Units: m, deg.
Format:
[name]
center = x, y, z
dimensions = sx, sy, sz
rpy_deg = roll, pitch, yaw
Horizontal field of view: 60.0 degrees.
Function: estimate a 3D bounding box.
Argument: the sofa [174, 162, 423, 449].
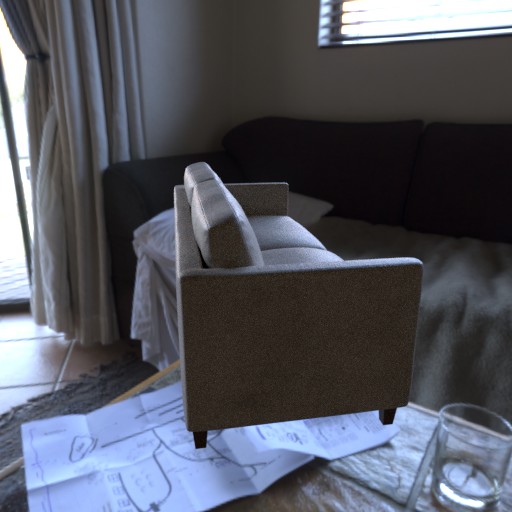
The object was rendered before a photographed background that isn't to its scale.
[sofa]
center = 0.000, 0.000, 2.677
dimensions = 0.951, 0.965, 2.208
rpy_deg = -3, 18, -10
